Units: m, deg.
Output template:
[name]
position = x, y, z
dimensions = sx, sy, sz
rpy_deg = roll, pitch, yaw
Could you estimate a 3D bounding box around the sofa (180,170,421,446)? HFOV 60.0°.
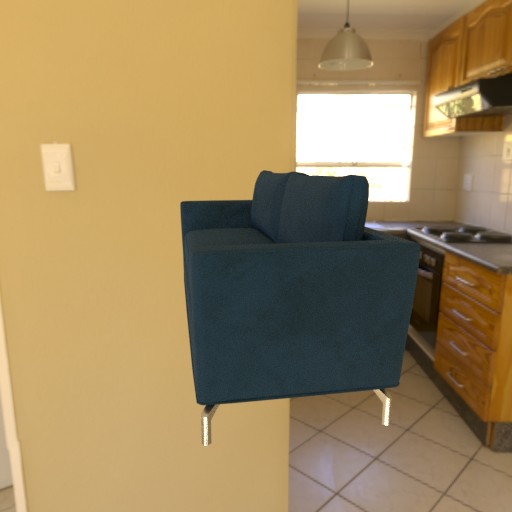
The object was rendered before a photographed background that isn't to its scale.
[sofa]
position = 0.000, 0.000, 2.664
dimensions = 0.853, 0.998, 2.212
rpy_deg = -2, 12, -10
